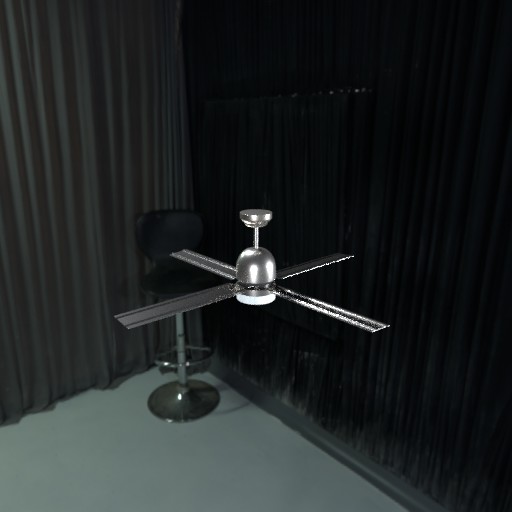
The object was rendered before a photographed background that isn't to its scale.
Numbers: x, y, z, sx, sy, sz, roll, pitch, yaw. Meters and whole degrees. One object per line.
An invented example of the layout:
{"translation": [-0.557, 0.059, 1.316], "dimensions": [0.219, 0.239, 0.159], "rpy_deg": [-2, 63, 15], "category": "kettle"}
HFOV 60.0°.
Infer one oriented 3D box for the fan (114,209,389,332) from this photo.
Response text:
{"translation": [0.000, 0.000, 2.033], "dimensions": [1.346, 0.406, 1.346], "rpy_deg": [-15, 22, -41], "category": "fan"}
